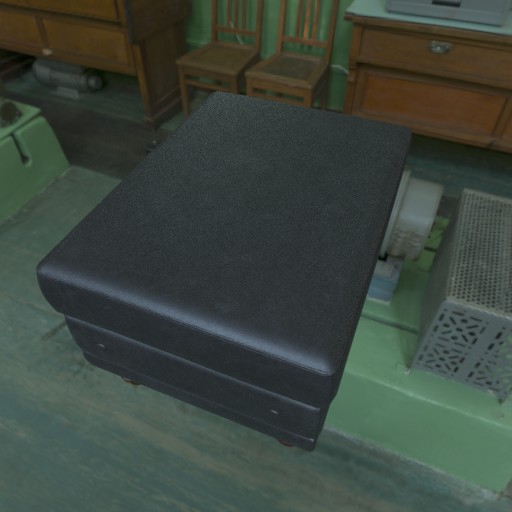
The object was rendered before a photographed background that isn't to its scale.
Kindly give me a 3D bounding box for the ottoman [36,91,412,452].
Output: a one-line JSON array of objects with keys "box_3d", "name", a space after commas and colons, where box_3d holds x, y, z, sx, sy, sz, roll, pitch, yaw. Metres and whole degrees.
[{"box_3d": [0.000, 0.000, 1.143, 0.590, 0.498, 0.795, 16, 48, 15], "name": "ottoman"}]
